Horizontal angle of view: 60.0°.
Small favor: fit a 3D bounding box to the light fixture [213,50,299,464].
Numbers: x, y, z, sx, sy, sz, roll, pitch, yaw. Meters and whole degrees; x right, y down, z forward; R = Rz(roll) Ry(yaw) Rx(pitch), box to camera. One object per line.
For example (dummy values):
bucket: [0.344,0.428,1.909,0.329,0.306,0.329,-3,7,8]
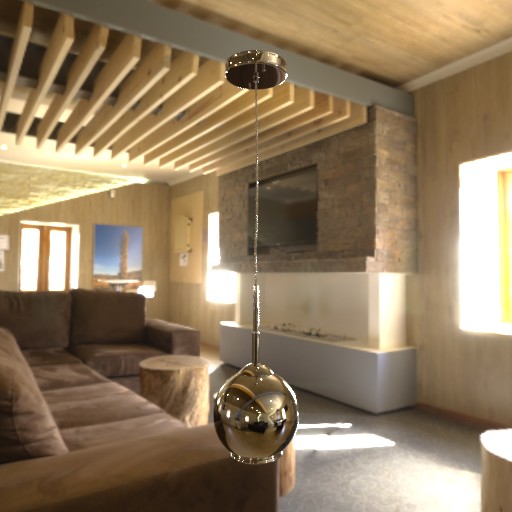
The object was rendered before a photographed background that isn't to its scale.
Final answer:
light fixture: [0.000,0.000,1.757,0.336,1.538,0.336,1,-2,-18]
